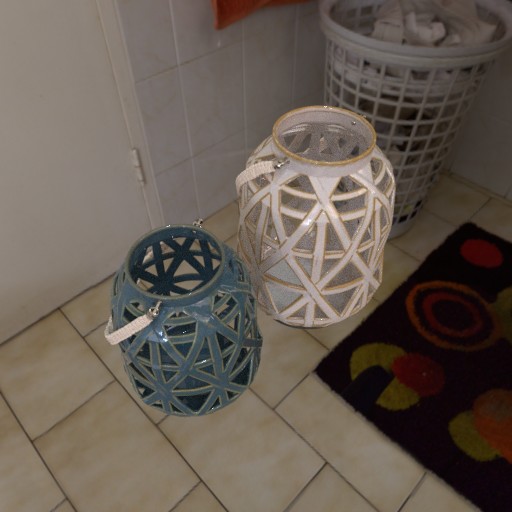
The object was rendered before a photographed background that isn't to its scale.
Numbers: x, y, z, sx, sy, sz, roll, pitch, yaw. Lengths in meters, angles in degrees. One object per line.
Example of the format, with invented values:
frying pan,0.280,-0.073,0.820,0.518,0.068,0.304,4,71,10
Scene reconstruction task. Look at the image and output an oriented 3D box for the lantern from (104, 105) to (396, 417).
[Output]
lantern,0.000,0.000,0.608,0.439,0.307,0.245,-34,56,-27
